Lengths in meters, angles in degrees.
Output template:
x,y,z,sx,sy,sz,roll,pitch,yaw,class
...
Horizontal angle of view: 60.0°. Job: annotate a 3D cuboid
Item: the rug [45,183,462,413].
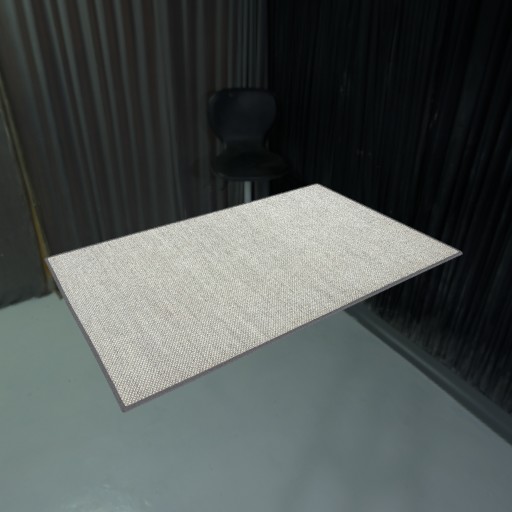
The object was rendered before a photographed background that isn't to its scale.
x,y,z,sx,sy,sz,roll,pitch,yaw,class
0.000,0.000,2.095,1.676,0.013,1.067,-19,36,-29,rug
